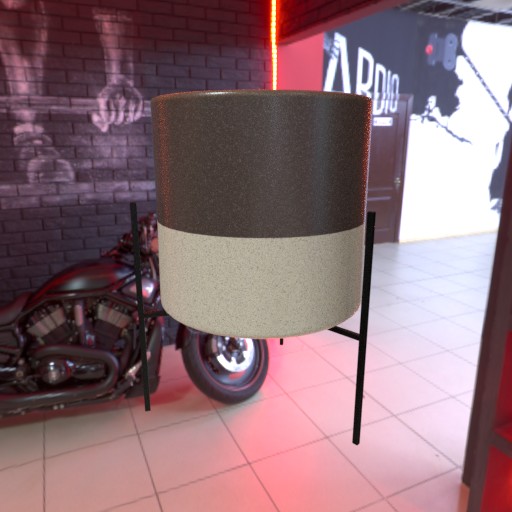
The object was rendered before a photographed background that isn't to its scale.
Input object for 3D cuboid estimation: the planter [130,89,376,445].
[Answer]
[{"bbox_3d":[0.000,0.000,0.533,0.250,0.353,0.260,2,15,7],"label":"planter"}]
